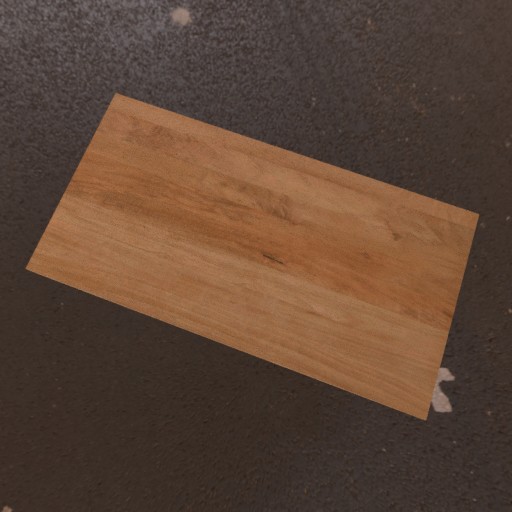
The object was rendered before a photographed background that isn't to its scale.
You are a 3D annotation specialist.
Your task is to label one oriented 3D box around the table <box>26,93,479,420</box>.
[{"bbox_3d":[0.000,0.000,1.664,1.348,0.400,0.699,20,76,5],"label":"table"}]
